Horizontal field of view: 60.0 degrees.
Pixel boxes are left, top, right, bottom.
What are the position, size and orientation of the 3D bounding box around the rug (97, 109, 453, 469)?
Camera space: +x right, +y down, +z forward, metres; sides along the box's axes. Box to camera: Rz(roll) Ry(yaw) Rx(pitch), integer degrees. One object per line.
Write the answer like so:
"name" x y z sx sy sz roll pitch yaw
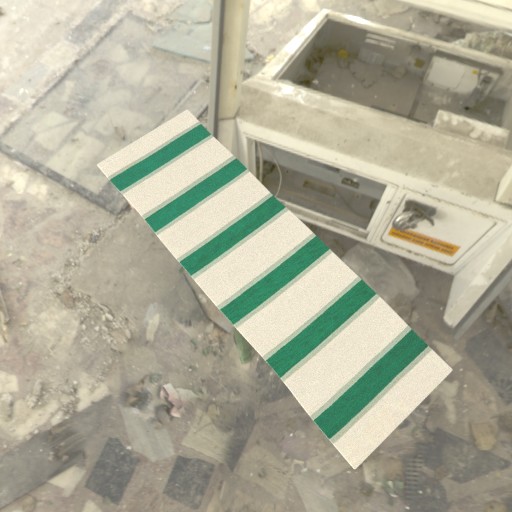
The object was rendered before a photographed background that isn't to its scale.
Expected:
"rug" 0.000 0.000 2.715 0.768 0.012 2.438 -37 70 -16
